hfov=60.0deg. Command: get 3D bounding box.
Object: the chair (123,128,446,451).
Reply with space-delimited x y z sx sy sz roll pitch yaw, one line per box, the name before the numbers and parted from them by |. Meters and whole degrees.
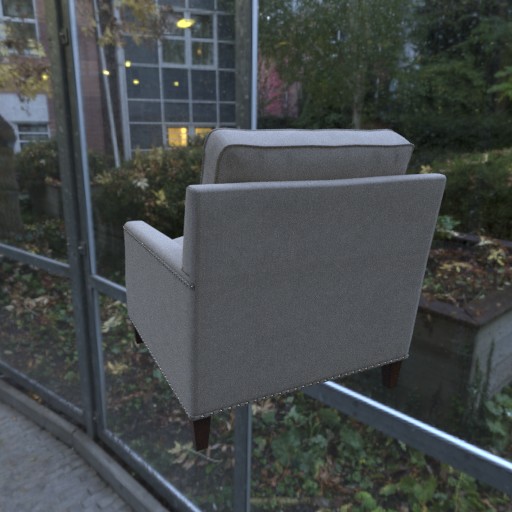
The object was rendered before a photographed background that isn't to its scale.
chair | 0.000 0.000 1.728 0.853 0.943 1.014 -7 17 -26
